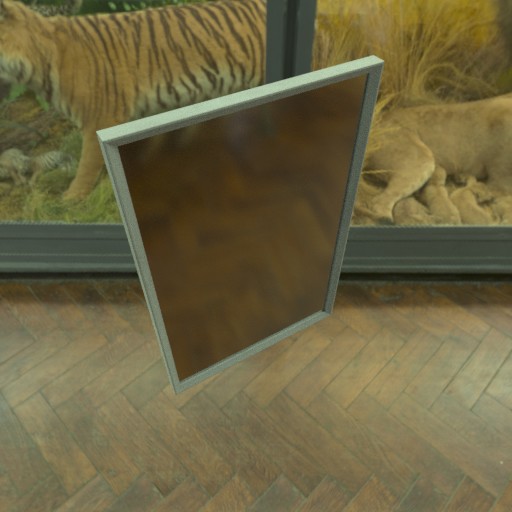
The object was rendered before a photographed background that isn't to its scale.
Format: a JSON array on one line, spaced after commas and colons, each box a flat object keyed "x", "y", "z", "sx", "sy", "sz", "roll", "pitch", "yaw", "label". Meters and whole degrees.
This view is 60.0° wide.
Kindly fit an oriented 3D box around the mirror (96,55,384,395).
[{"x": 0.000, "y": 0.000, "z": 1.179, "sx": 0.609, "sy": 0.915, "sz": 0.041, "roll": -23, "pitch": 51, "yaw": -20, "label": "mirror"}]
